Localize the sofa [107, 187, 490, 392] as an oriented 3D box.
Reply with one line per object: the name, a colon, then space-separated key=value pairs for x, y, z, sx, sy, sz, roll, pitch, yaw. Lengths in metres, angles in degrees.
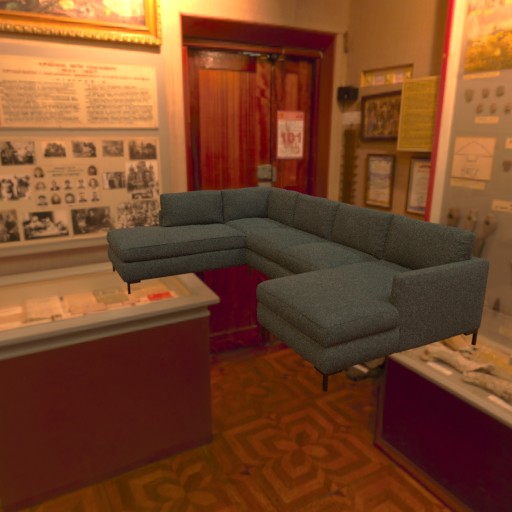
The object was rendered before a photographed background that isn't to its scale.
sofa: x=0.000 y=0.000 z=3.765 sx=2.007 sy=0.813 sz=2.956 roll=-8 pitch=18 yaw=-26
